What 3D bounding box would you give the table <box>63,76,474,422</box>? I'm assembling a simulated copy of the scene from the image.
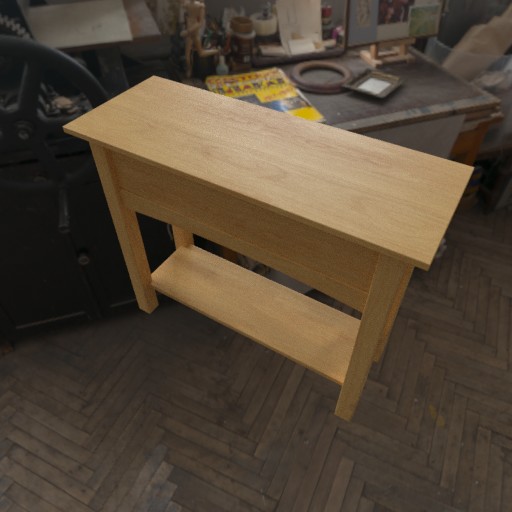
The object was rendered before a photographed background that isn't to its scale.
[{"bbox_3d":[0.000,0.000,1.279,0.900,0.728,0.340,23,50,21],"label":"table"}]
